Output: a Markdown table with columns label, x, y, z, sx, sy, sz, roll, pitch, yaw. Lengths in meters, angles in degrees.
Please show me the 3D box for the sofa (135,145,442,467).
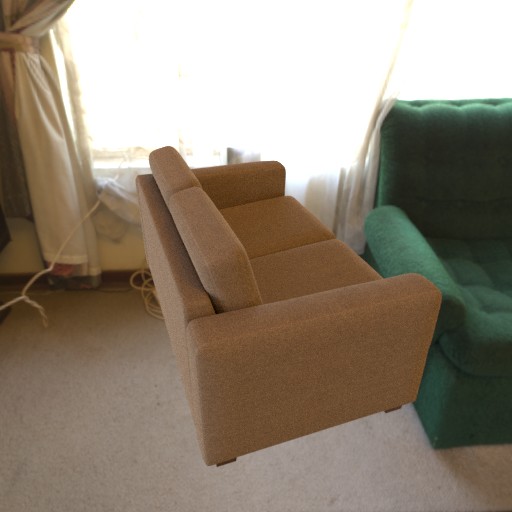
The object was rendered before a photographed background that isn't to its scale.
| label | x | y | z | sx | sy | sz | roll | pitch | yaw |
| --- | --- | --- | --- | --- | --- | --- | --- | --- | --- |
| sofa | 0.000 | 0.000 | 2.066 | 0.900 | 0.800 | 1.520 | -10 | 32 | -17 |
